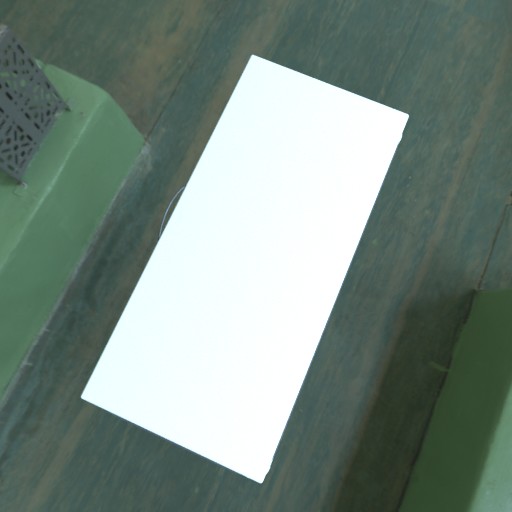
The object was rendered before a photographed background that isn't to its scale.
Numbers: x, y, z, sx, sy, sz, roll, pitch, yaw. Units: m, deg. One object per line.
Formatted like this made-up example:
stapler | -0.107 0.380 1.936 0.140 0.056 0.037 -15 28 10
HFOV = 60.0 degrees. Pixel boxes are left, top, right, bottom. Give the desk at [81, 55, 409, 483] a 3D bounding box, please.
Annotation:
desk | 0.000 0.000 2.237 0.900 0.526 1.900 23 78 5
